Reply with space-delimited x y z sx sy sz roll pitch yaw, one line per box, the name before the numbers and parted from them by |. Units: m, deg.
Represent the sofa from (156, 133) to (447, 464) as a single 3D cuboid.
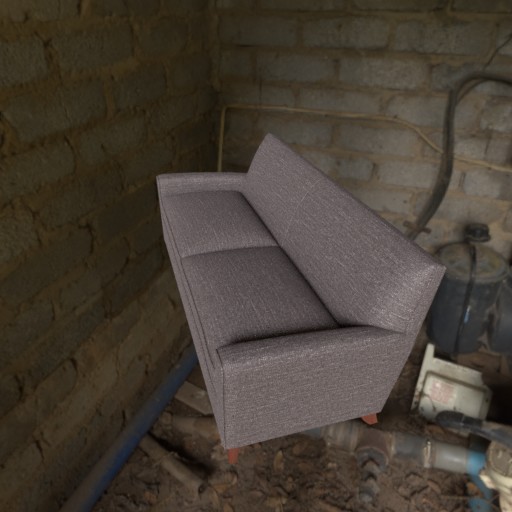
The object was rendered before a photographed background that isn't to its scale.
sofa | 0.000 0.000 2.493 0.875 0.846 1.976 -9 31 -15
